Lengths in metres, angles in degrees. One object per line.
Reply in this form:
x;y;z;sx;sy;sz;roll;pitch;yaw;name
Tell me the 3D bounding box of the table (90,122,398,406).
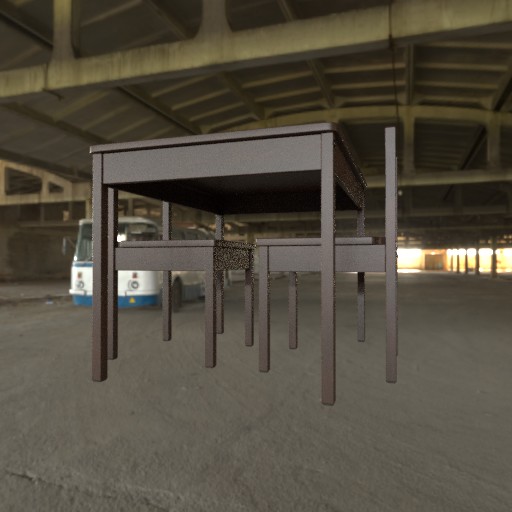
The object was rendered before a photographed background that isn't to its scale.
0.000;0.000;1.104;0.672;0.503;0.650;0;-1;18;table
